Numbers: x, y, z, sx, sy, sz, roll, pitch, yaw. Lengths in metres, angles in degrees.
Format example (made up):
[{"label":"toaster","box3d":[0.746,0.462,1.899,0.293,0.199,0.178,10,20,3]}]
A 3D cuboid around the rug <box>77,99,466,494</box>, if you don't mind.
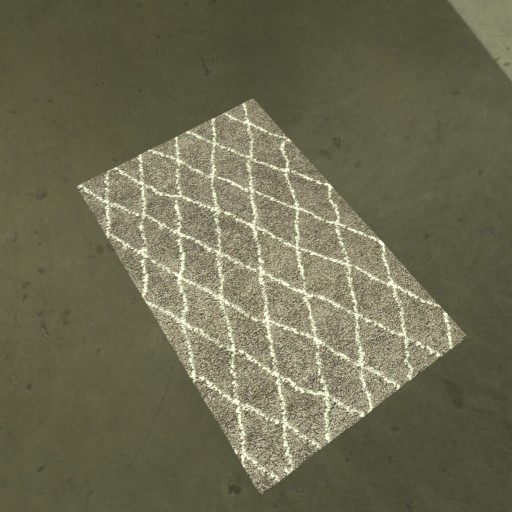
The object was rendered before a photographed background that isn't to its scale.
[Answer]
[{"label":"rug","box3d":[0.000,0.000,3.428,1.778,0.030,2.743,-31,68,-14]}]
